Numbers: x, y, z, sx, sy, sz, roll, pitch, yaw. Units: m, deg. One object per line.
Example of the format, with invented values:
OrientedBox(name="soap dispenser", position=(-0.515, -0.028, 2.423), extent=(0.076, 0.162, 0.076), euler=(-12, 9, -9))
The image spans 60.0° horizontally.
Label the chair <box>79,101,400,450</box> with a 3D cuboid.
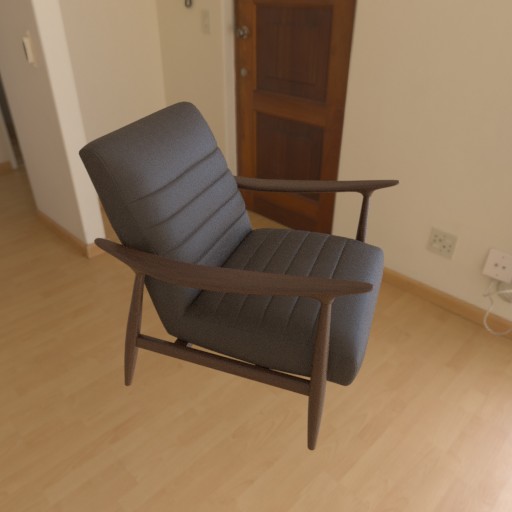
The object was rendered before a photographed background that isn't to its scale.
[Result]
OrientedBox(name="chair", position=(0.000, 0.000, 1.451), extent=(0.798, 0.831, 0.741), euler=(11, 33, 17))
